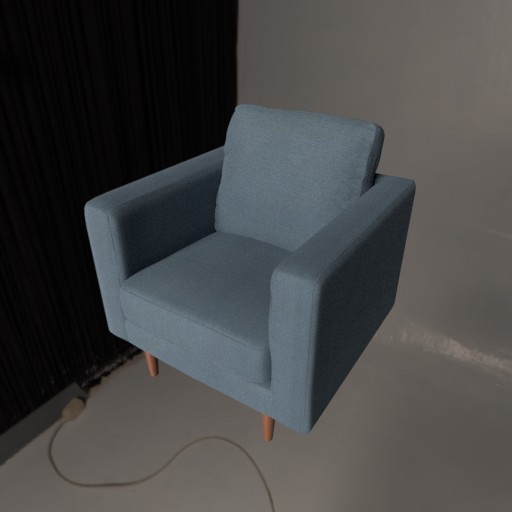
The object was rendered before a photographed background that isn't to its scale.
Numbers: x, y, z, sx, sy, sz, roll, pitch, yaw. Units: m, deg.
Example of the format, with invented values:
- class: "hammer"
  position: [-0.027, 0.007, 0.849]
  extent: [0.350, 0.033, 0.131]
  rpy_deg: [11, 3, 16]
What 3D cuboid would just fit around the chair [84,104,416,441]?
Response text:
- class: "chair"
  position: [0.000, 0.000, 1.598]
  extent: [0.855, 0.922, 0.820]
  rpy_deg: [18, 35, 29]
